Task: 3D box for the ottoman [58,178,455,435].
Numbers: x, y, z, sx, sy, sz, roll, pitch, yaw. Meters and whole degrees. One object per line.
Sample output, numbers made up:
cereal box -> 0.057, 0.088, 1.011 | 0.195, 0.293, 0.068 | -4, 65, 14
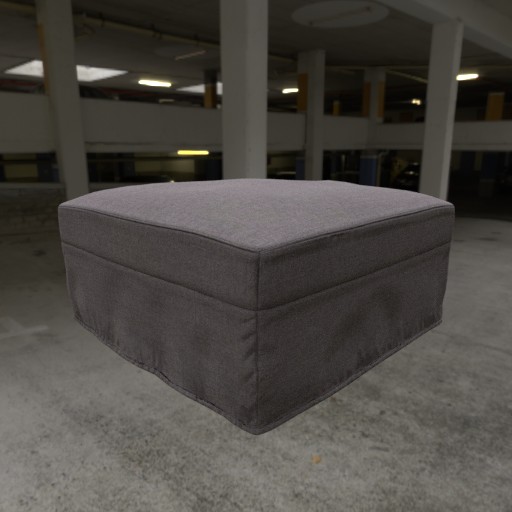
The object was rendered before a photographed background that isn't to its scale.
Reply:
ottoman -> 0.000, 0.000, 1.317 | 0.843, 0.436, 0.840 | 14, 19, 43
